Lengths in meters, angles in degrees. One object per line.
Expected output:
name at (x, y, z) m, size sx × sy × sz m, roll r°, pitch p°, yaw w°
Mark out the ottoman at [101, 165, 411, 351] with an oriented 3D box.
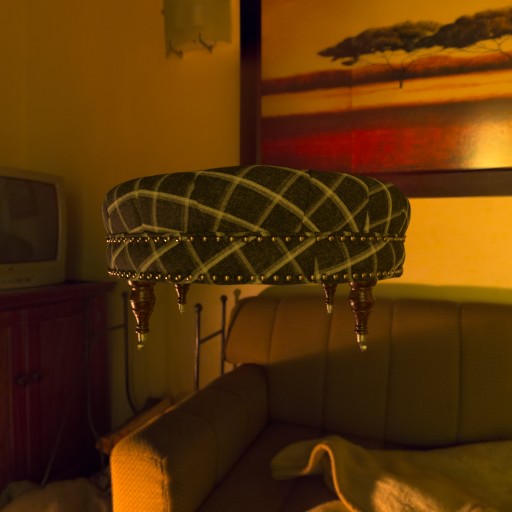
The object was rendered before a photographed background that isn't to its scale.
ottoman at (0.000, 0.000, 1.340) m, size 0.901 × 0.439 × 0.901 m, roll 0°, pitch 2°, yaw 0°
